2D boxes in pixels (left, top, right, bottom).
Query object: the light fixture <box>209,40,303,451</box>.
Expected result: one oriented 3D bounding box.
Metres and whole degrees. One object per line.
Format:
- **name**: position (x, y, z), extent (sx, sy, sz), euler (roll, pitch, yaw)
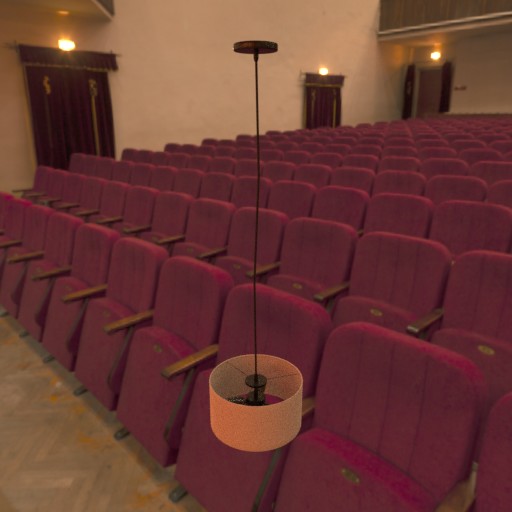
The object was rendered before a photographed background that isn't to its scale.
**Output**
- **light fixture**: position (0.000, 0.000, 1.739), extent (0.399, 1.516, 0.399), euler (0, 17, 0)
